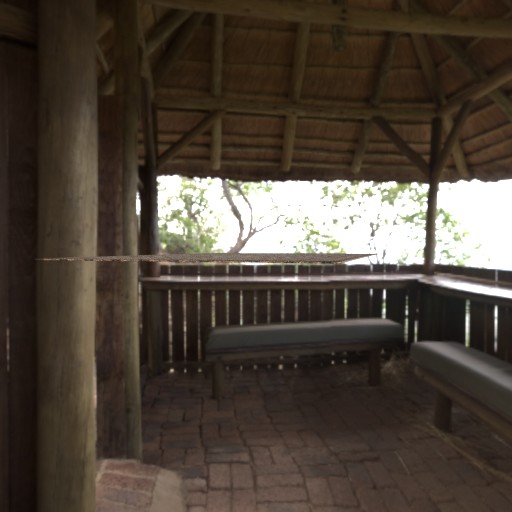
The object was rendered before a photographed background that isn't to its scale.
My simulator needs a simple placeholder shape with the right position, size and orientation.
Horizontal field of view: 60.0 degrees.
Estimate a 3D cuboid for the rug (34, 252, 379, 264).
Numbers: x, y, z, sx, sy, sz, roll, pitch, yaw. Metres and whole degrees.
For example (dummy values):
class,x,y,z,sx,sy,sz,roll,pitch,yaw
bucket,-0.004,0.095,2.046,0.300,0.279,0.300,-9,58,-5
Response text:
class,x,y,z,sx,sy,sz,roll,pitch,yaw
rug,0.000,0.000,3.116,1.516,0.010,2.434,0,1,19
